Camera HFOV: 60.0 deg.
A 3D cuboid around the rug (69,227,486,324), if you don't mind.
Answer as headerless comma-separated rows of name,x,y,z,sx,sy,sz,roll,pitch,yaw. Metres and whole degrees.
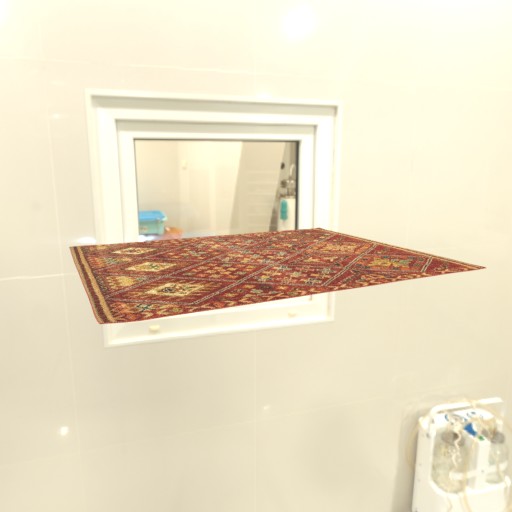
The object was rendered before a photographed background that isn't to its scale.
rug,0.000,0.000,4.129,3.086,0.030,2.489,-6,13,-25
